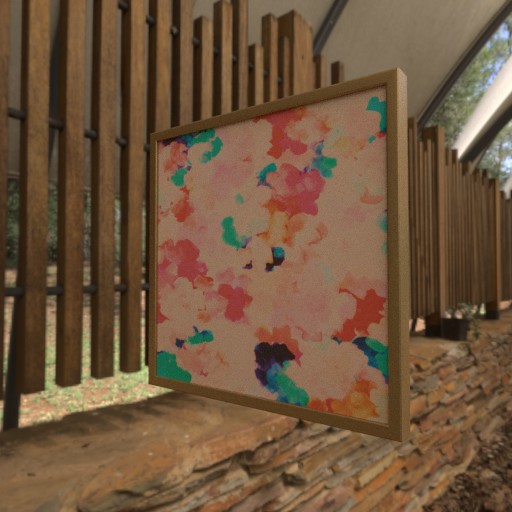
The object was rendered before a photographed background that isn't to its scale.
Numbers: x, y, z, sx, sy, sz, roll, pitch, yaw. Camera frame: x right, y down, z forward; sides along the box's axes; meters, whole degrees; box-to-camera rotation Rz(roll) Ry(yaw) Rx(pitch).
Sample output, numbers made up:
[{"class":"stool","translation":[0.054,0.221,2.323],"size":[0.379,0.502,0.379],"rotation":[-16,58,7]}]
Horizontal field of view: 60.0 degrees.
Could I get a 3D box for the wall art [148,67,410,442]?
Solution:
[{"class":"wall art","translation":[0.000,0.000,0.765],"size":[0.510,0.509,0.037],"rotation":[-1,-2,36]}]
